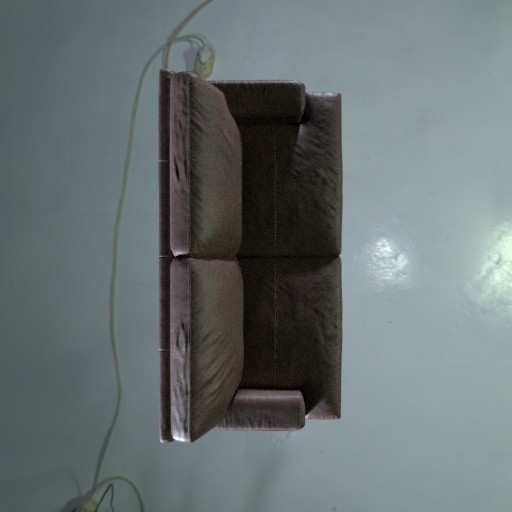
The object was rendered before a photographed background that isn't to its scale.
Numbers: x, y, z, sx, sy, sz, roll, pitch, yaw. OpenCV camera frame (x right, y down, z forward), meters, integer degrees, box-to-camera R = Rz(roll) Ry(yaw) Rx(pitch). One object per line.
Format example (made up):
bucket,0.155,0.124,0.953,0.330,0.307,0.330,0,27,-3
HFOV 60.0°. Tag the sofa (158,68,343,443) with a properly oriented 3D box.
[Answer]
sofa,0.000,0.000,2.860,1.143,0.941,2.261,0,90,0
